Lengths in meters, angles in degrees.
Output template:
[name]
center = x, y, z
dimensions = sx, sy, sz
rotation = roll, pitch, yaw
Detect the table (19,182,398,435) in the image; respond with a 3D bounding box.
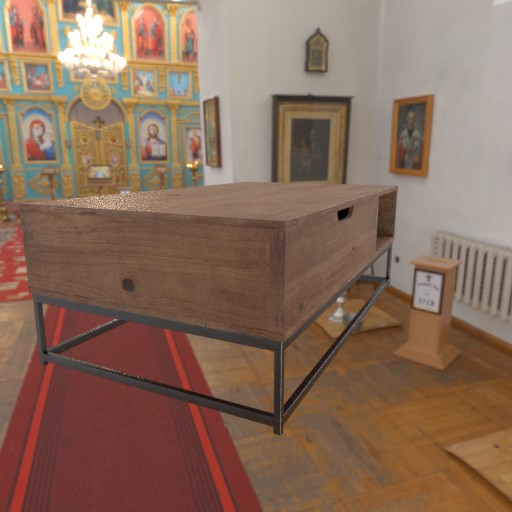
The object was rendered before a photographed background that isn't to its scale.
[table]
center = 0.000, 0.000, 1.381
dimensions = 0.655, 0.395, 1.101
rotation = 6, 14, 26
